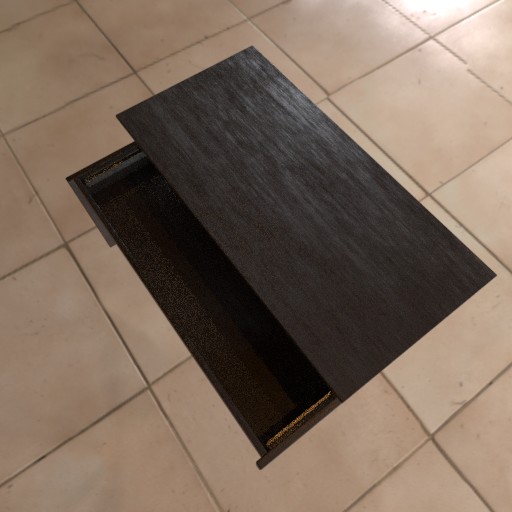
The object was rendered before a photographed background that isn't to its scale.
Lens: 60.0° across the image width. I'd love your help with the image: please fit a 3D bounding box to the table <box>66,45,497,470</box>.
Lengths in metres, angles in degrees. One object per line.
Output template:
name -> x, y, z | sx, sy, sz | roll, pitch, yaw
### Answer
table -> 0.000, 0.000, 1.408 | 0.712, 0.570, 1.000 | -34, 69, -15
